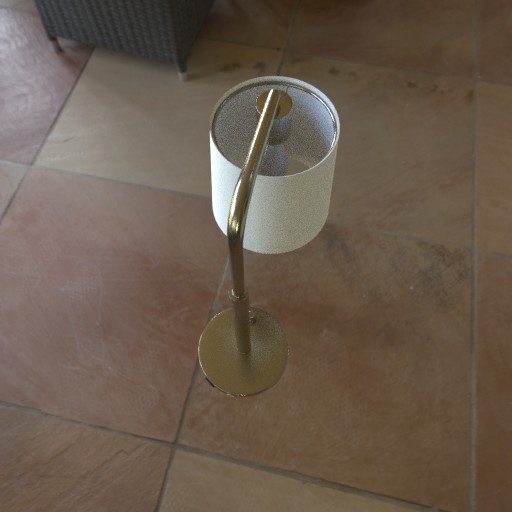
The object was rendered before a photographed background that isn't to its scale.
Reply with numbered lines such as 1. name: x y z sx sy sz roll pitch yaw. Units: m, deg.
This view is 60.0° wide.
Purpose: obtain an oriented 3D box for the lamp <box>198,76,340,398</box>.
1. lamp: 0.000 0.000 0.641 0.171 0.489 0.333 14 65 7
